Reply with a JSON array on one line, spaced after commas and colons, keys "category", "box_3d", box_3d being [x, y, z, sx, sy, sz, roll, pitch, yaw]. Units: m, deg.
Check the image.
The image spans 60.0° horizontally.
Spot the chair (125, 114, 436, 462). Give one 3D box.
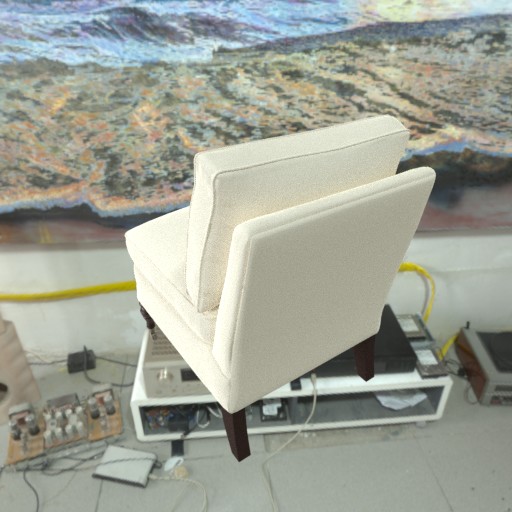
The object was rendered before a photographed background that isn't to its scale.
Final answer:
[{"category": "chair", "box_3d": [0.000, 0.000, 1.416, 0.630, 0.887, 0.781, -20, 36, -30]}]
